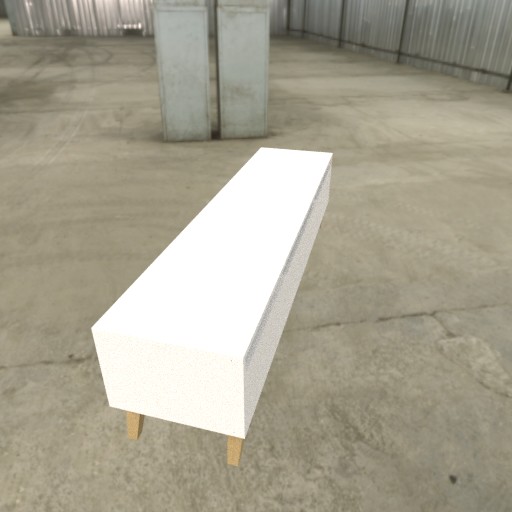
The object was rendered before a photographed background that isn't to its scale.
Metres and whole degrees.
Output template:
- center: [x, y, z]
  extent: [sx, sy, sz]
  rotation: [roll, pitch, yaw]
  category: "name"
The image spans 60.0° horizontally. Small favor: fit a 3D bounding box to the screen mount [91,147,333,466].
- center: [0.000, 0.000, 1.859]
  extent: [0.399, 0.432, 1.644]
  rotation: [8, 31, 14]
  category: "screen mount"
